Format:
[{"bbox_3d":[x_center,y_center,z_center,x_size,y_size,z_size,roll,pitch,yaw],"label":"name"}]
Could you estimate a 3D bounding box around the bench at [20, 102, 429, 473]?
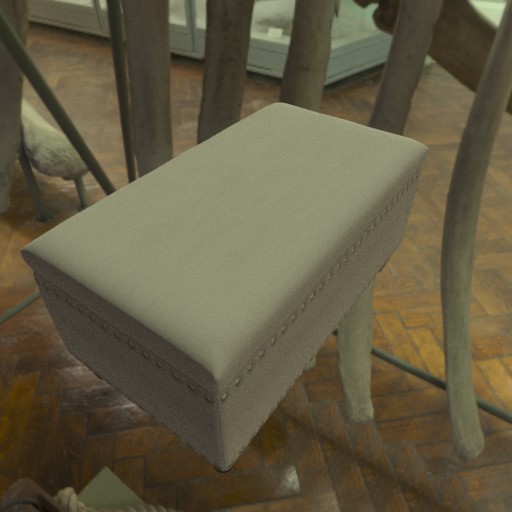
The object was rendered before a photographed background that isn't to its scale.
[{"bbox_3d":[0.000,0.000,1.144,0.500,0.449,0.887,26,47,26],"label":"bench"}]
